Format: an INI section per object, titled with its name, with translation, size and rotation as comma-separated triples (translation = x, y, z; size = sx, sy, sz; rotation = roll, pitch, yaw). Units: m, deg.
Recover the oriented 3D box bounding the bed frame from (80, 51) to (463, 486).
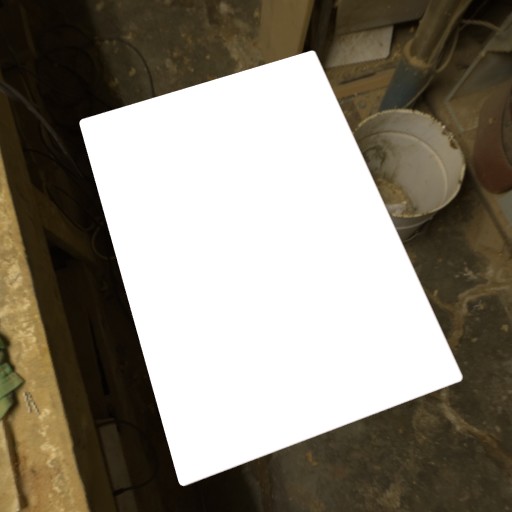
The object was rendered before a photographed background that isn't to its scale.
[bed frame]
translation = 0.000, 0.000, 2.575
size = 1.408, 0.659, 1.956
rotation = -19, 76, -5
